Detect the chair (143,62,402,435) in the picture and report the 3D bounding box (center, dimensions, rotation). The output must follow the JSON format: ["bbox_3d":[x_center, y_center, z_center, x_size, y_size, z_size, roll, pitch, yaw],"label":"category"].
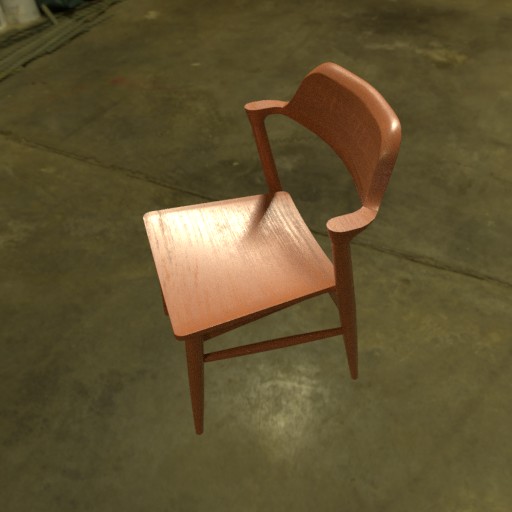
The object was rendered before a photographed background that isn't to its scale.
[{"bbox_3d":[0.000,0.000,1.114,0.499,0.801,0.496,-14,48,-13],"label":"chair"}]
